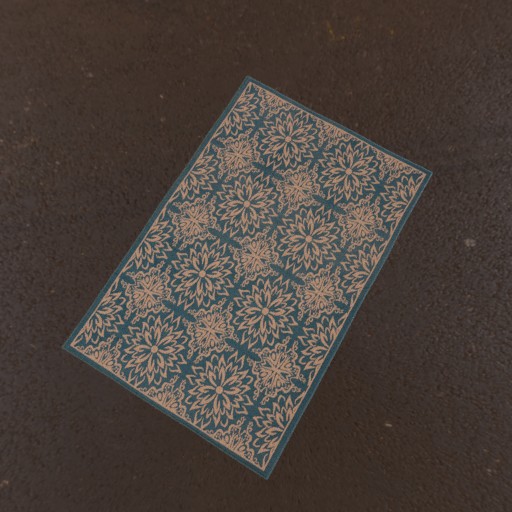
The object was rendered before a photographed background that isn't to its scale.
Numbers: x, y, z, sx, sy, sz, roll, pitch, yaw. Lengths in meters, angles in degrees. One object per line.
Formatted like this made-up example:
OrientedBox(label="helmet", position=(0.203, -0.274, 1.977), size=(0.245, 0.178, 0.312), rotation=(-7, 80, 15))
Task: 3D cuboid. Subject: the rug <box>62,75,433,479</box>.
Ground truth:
OrientedBox(label="rug", position=(0.000, 0.000, 2.365), size=(1.211, 0.012, 1.833), rotation=(30, 78, 7))
